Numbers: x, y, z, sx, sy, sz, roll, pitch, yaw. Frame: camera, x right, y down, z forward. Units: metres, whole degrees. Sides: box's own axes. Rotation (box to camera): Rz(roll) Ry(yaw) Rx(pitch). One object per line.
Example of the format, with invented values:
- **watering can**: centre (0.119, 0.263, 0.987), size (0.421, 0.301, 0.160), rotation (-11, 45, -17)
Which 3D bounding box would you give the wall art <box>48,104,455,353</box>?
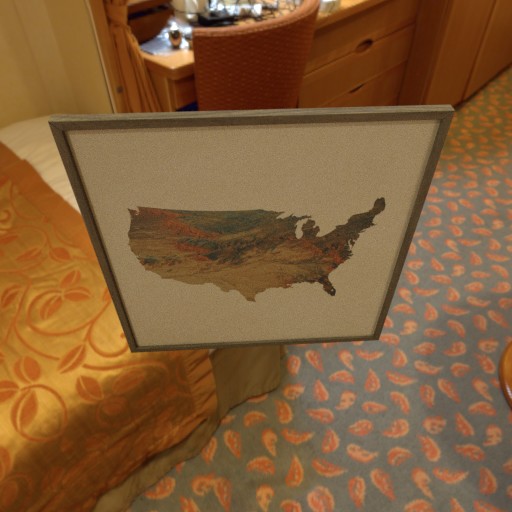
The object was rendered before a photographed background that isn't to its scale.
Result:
- **wall art**: centre (0.000, 0.000, 0.734), size (0.508, 0.507, 0.016), rotation (-2, 45, -2)
